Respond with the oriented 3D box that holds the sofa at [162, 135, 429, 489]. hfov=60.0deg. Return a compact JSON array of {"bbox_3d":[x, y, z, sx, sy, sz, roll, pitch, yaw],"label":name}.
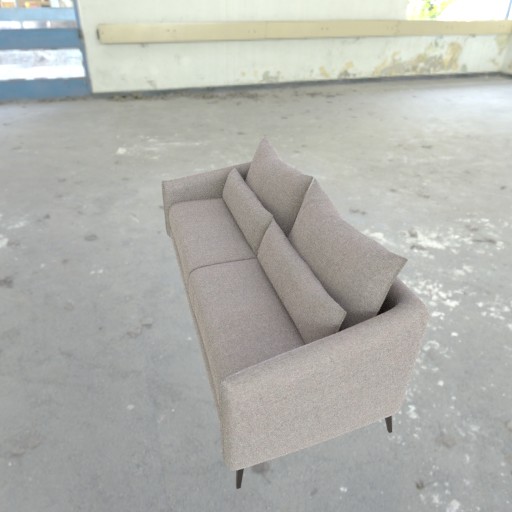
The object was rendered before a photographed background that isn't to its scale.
[{"bbox_3d":[0.000,0.000,2.395,0.809,0.833,2.022,-8,31,-14],"label":"sofa"}]
